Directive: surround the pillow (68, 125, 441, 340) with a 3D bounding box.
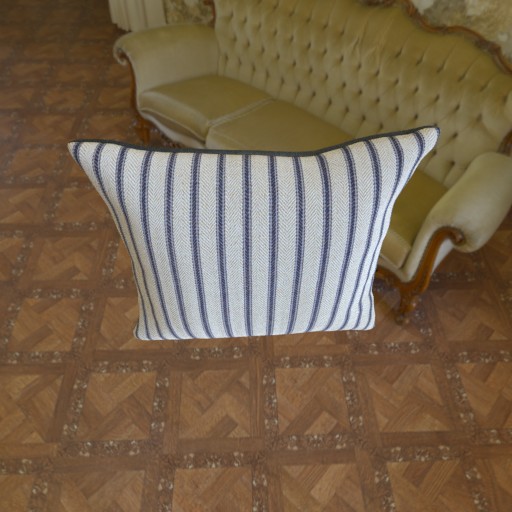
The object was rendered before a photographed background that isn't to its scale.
[{"bbox_3d":[0.000,0.000,0.706,0.468,0.444,0.138,-2,48,-2],"label":"pillow"}]
